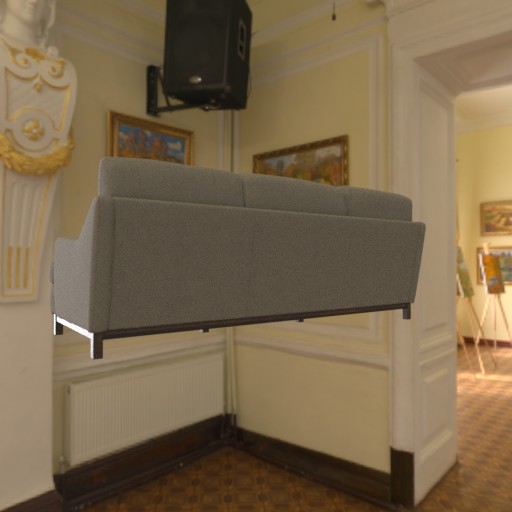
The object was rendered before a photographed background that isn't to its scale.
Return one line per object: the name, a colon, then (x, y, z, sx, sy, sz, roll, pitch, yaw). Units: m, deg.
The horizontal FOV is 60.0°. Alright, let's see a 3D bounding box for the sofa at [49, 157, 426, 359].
sofa: (0.000, 0.000, 2.908, 2.344, 0.926, 0.987, 0, -1, -36)
